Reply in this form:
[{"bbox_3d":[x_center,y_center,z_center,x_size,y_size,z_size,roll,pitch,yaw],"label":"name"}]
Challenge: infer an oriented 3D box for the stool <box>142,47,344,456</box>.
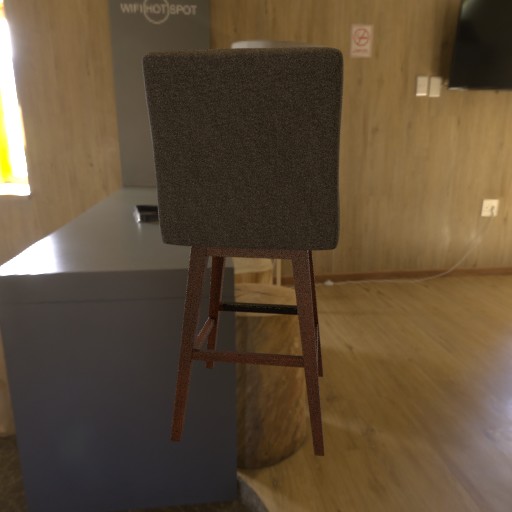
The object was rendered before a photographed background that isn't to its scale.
[{"bbox_3d":[0.000,0.000,1.338,0.489,1.068,0.572,2,16,8],"label":"stool"}]
